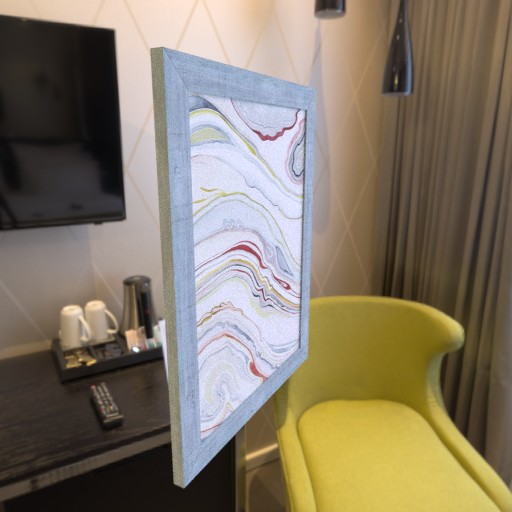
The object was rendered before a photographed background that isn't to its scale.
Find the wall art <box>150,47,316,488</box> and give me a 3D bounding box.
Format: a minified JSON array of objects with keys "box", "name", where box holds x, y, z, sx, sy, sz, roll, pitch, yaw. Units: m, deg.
[{"box":[0.000,0.000,0.800,0.020,0.613,0.481,8,16,28],"name":"wall art"}]
